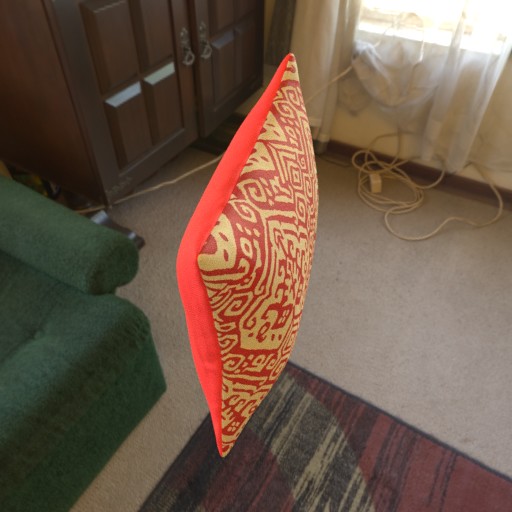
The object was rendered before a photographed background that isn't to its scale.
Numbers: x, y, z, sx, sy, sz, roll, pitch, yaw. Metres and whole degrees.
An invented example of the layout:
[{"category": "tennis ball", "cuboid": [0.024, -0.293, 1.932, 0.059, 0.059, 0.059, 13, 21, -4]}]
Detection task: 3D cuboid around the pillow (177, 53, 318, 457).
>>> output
[{"category": "pillow", "cuboid": [0.000, 0.000, 0.783, 0.192, 0.507, 0.522, 10, 46, 9]}]
